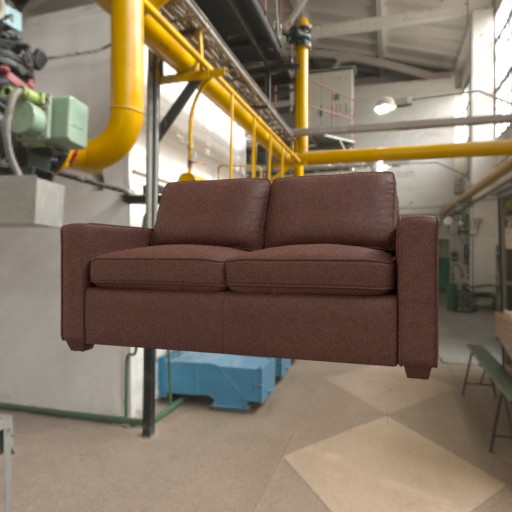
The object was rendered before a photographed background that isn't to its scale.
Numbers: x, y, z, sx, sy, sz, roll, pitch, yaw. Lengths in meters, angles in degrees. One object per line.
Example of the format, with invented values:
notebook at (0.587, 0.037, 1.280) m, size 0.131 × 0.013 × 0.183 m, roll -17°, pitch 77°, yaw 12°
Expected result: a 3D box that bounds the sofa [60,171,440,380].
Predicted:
sofa at (0.000, 0.000, 2.297) m, size 1.709 × 0.918 × 0.947 m, roll 0°, pitch 1°, yaw 18°
